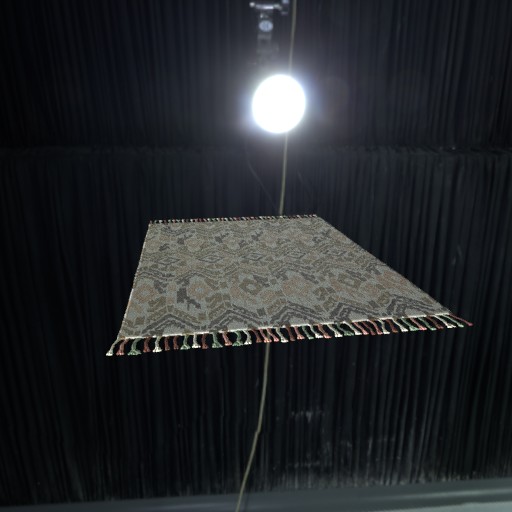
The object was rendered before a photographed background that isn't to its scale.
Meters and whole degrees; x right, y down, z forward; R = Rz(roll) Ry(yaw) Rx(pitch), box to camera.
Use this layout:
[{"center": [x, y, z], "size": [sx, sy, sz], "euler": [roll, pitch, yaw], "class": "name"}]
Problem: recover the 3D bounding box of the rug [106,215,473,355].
[{"center": [0.000, 0.000, 2.287], "size": [1.219, 0.008, 1.829], "euler": [-3, 18, -9], "class": "rug"}]
